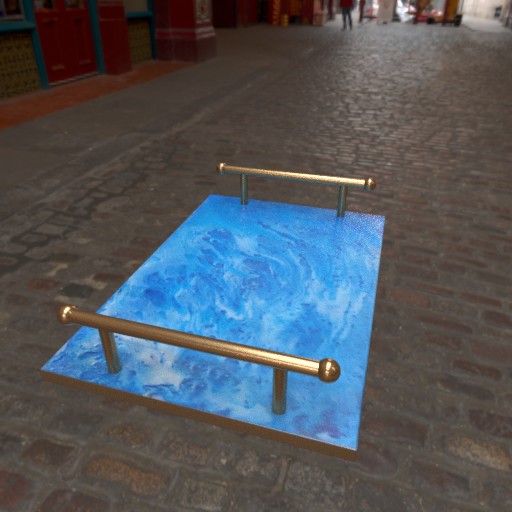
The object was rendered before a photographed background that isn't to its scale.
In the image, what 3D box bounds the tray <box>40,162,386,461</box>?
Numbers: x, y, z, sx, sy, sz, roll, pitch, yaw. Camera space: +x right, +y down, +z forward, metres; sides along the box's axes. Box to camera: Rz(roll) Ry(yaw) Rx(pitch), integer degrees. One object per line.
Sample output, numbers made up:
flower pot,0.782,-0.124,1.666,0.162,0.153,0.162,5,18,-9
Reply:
tray,0.000,0.000,0.559,0.304,0.084,0.444,9,32,14
